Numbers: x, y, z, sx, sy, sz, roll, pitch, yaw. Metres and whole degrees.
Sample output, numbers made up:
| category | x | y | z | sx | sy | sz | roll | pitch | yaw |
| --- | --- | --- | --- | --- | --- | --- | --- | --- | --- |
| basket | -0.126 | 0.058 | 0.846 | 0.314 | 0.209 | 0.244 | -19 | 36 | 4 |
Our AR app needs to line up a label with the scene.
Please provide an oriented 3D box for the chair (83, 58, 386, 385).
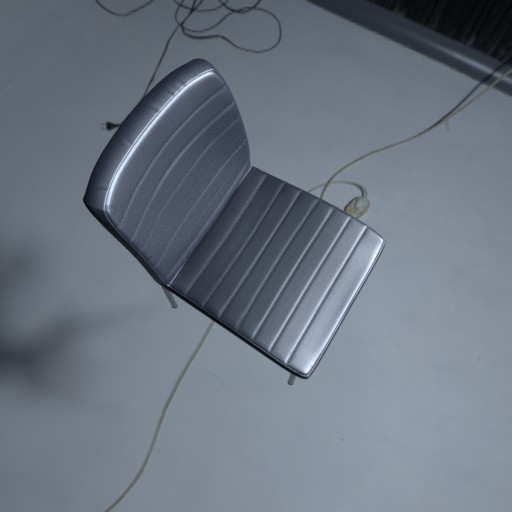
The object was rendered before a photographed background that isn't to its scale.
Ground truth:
| category | x | y | z | sx | sy | sz | roll | pitch | yaw |
| --- | --- | --- | --- | --- | --- | --- | --- | --- | --- |
| chair | 0.000 | 0.000 | 1.202 | 0.572 | 0.872 | 0.450 | 31 | 76 | 8 |
